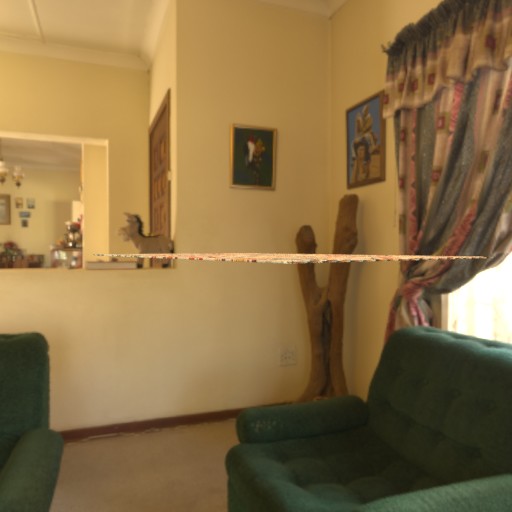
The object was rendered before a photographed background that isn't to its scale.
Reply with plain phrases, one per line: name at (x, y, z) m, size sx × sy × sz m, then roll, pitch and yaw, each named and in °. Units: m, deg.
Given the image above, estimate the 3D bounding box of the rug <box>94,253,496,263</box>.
rug at (0.000, 0.000, 3.126) m, size 1.523 × 0.010 × 2.584 m, roll -1°, pitch 1°, yaw -36°
